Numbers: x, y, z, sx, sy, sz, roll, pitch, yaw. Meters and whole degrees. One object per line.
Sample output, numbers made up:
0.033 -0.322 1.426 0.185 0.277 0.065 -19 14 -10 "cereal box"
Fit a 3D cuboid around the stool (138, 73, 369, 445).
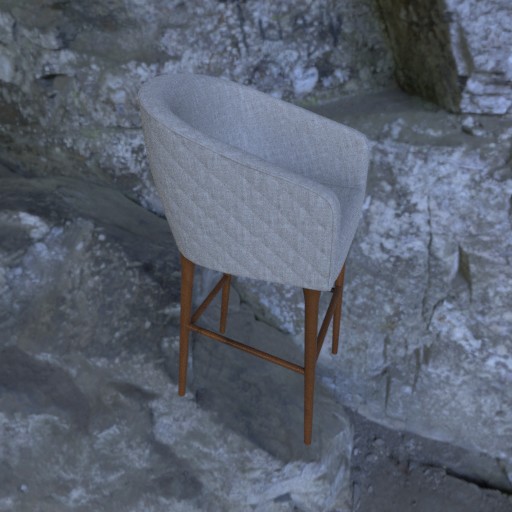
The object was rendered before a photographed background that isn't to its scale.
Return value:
0.000 0.000 1.456 0.607 1.078 0.559 10 32 17 "stool"
